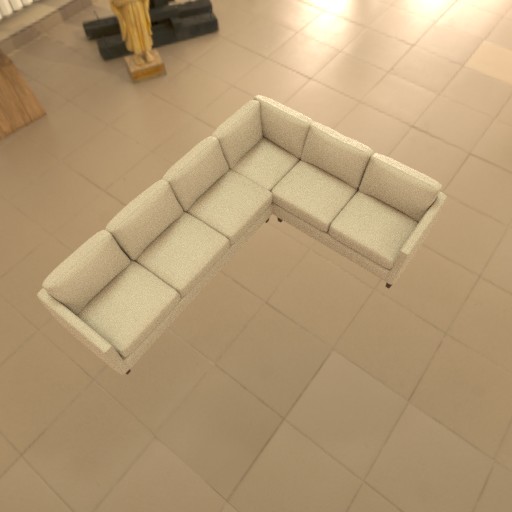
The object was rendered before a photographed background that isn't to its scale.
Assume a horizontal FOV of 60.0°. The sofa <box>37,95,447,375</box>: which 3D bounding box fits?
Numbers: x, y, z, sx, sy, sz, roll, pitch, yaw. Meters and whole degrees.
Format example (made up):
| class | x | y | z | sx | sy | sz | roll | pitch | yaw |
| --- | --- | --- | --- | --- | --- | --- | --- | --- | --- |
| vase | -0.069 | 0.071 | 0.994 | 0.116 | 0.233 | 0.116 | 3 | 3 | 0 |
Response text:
| class | x | y | z | sx | sy | sz | roll | pitch | yaw |
| --- | --- | --- | --- | --- | --- | --- | --- | --- | --- |
| sofa | 0.000 | 0.000 | 4.464 | 2.522 | 0.934 | 3.333 | 33 | 64 | 19 |
